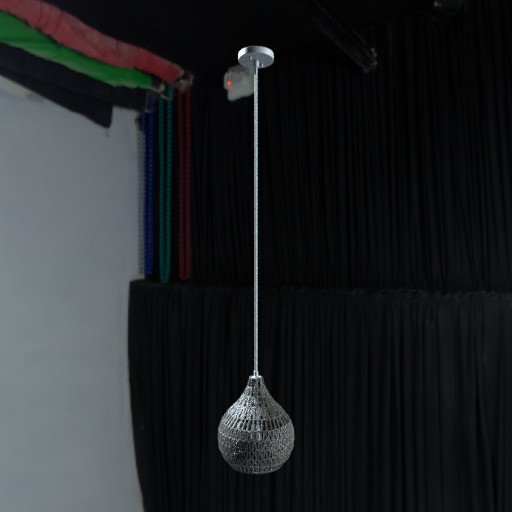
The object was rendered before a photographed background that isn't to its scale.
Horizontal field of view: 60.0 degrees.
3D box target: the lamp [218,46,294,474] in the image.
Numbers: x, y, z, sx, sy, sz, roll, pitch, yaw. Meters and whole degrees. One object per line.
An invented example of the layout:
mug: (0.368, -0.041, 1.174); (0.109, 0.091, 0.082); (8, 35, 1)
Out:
lamp: (0.000, 0.000, 2.089); (0.355, 1.919, 0.355); (-1, -2, 37)
